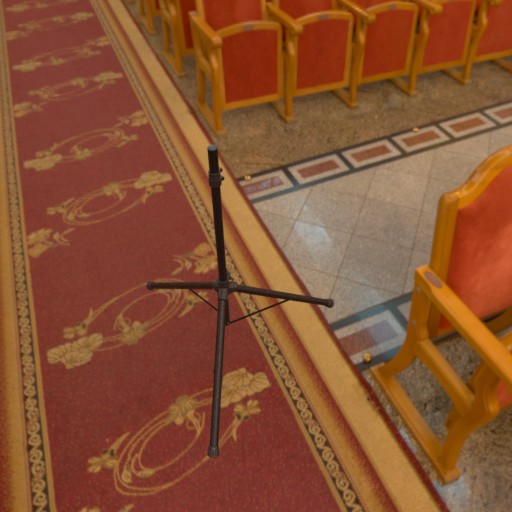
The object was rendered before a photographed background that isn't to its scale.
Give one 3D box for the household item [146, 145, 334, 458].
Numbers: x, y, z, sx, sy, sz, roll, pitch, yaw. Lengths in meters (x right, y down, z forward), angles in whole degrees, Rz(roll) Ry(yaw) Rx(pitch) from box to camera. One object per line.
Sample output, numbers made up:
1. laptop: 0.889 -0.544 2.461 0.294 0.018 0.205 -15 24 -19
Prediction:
1. household item: 0.000 0.000 1.880 0.907 1.136 1.045 -17 48 -16
